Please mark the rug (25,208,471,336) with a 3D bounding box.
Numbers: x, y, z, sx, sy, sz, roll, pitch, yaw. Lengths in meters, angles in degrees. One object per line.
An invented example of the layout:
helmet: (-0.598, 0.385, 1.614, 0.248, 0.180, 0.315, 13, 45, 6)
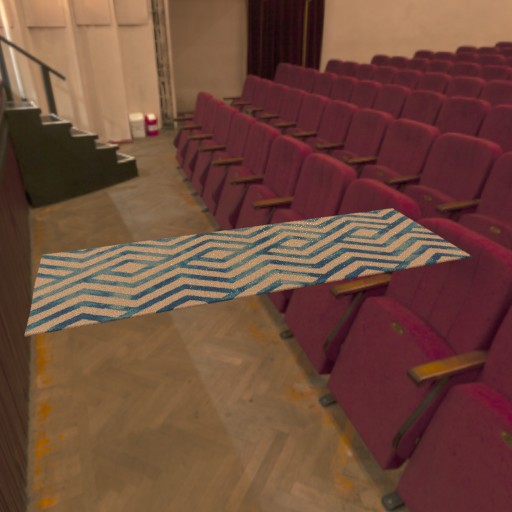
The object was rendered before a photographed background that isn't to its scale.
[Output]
rug: (0.000, 0.000, 1.622, 1.492, 0.007, 0.503, -9, 29, -16)
